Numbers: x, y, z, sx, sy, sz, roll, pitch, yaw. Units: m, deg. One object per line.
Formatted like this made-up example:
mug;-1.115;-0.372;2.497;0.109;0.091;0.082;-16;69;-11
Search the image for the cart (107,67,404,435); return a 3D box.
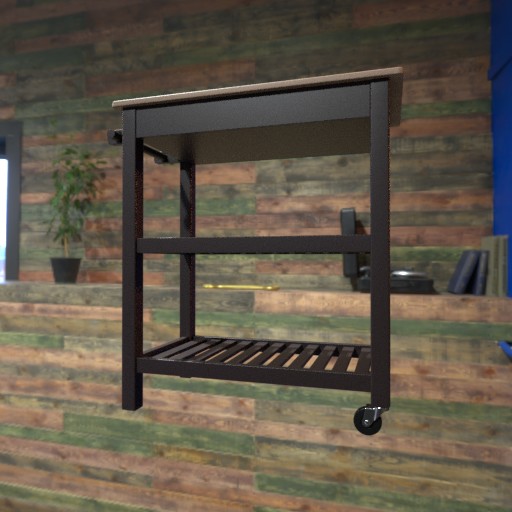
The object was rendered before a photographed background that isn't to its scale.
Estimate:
cart;0.000;0.000;1.436;0.899;0.927;0.457;0;-1;17
